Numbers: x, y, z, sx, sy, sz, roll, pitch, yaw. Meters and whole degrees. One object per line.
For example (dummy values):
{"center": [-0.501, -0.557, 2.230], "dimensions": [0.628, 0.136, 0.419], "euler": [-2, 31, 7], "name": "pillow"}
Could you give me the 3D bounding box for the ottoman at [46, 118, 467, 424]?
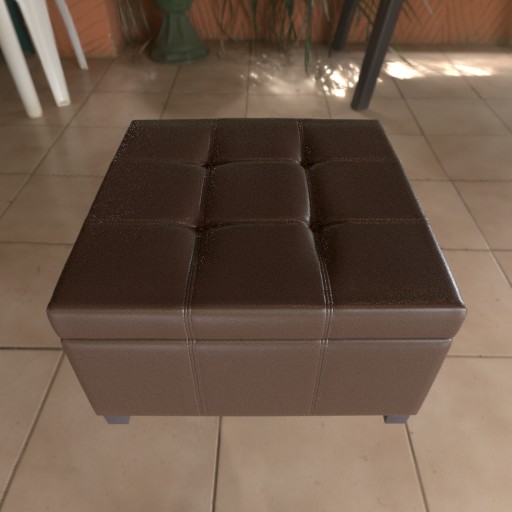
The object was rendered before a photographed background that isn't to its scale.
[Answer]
{"center": [0.000, 0.000, 1.231], "dimensions": [0.787, 0.460, 0.788], "euler": [0, 42, 0], "name": "ottoman"}
